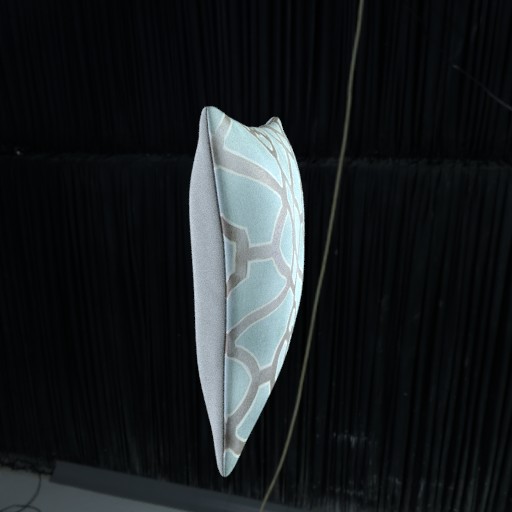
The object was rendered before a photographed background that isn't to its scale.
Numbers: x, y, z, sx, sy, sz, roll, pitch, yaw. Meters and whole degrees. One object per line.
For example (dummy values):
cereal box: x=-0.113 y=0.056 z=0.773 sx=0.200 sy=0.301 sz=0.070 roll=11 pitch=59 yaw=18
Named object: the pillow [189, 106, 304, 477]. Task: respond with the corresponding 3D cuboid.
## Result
pillow: x=0.000 y=0.000 z=0.827 sx=0.166 sy=0.508 sz=0.552 roll=3 pitch=16 yaw=10
